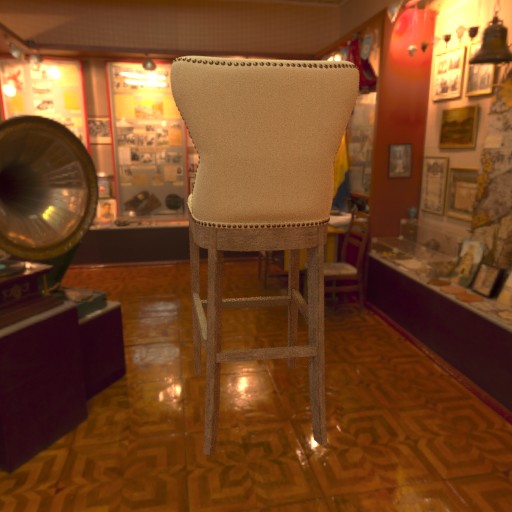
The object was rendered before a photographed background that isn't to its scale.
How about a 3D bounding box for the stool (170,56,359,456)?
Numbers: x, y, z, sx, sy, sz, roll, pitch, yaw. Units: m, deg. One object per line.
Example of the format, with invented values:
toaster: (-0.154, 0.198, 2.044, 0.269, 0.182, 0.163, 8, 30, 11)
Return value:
stool: (0.000, 0.000, 1.450, 0.494, 1.123, 0.606, -2, 14, -8)
